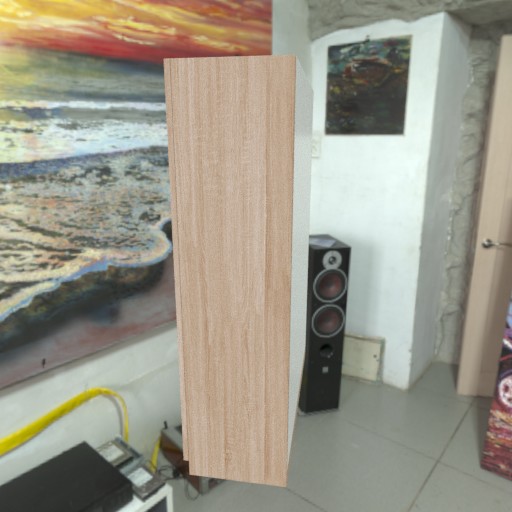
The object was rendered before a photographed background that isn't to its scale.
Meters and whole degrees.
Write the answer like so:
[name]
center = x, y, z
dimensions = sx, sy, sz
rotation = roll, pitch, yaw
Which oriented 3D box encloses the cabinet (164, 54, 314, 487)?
[cabinet]
center = 0.000, 0.000, 2.837
dimensions = 0.590, 2.120, 1.500
rotation = 3, 15, 10
